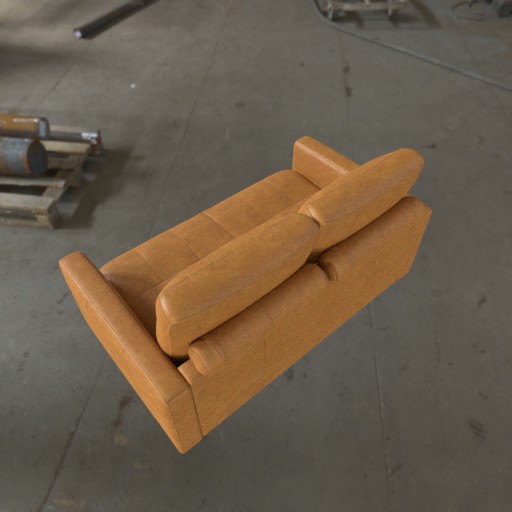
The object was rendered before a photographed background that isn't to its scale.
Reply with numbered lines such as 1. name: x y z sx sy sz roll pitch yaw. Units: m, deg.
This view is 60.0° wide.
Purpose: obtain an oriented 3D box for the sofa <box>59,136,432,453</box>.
1. sofa: 0.000 0.000 1.961 1.430 0.898 0.868 -32 55 -26
